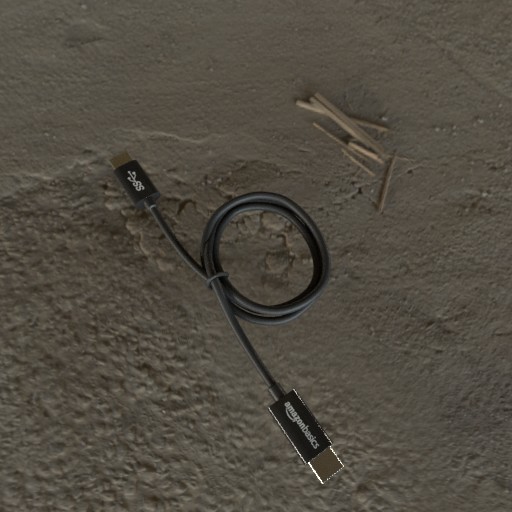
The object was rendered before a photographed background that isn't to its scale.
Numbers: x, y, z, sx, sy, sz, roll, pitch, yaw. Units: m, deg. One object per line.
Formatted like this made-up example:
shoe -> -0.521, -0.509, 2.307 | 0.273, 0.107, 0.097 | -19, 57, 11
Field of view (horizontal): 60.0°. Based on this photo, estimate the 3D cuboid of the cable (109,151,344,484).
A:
cable -> 0.000, 0.000, 0.209 | 0.070, 0.014, 0.186 | -32, 67, -15
